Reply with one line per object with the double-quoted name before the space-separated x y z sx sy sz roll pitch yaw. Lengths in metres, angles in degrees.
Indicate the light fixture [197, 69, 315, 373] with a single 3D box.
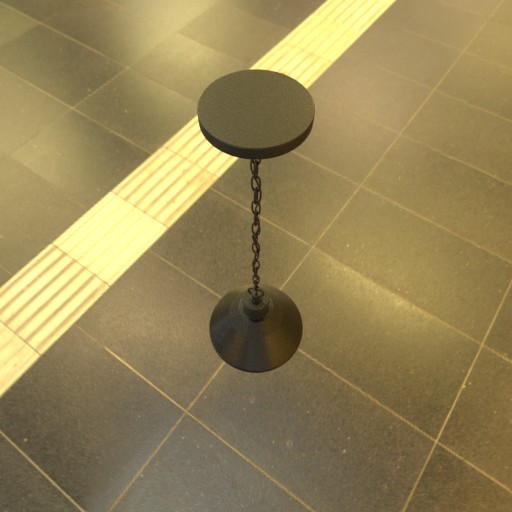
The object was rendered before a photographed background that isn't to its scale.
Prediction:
"light fixture" 0.000 0.000 0.703 0.201 0.588 0.201 14 60 8
